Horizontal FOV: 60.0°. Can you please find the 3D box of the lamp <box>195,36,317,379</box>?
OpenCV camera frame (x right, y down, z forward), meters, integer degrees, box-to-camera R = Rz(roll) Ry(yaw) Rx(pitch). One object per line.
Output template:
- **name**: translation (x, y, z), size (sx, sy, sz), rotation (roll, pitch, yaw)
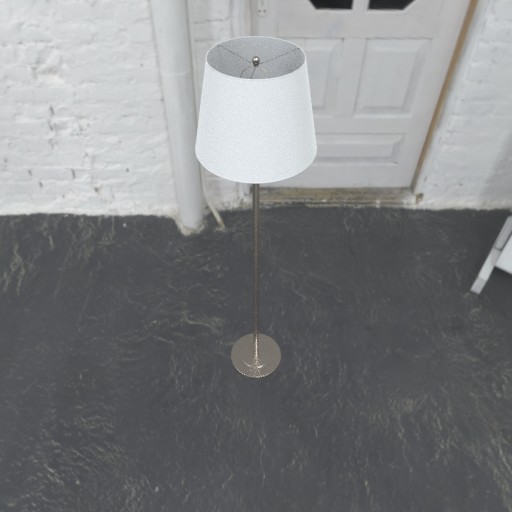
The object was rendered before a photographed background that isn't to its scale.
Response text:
- **lamp**: translation (0.000, 0.000, 1.650), size (0.355, 1.473, 0.355), rotation (0, 47, 0)
